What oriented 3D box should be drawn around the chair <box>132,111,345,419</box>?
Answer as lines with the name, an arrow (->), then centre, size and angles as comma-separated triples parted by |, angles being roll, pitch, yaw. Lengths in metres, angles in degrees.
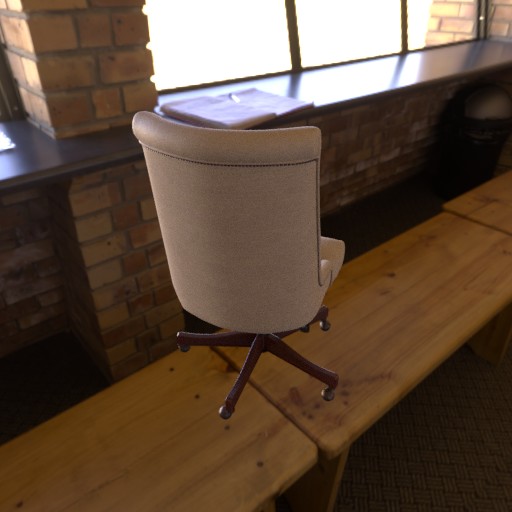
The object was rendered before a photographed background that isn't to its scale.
chair -> 0.000, 0.000, 1.458 | 0.645, 1.010, 0.696 | 10, 34, 15
